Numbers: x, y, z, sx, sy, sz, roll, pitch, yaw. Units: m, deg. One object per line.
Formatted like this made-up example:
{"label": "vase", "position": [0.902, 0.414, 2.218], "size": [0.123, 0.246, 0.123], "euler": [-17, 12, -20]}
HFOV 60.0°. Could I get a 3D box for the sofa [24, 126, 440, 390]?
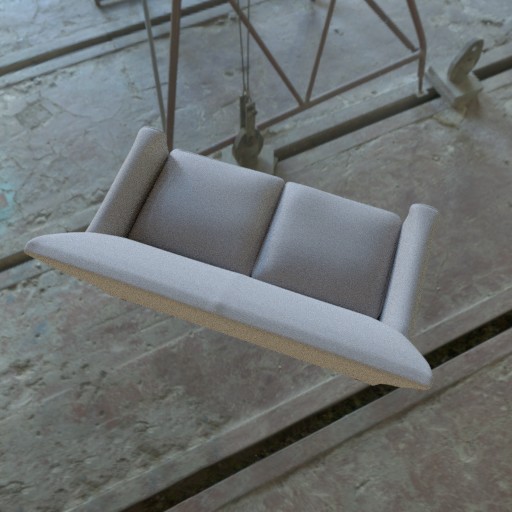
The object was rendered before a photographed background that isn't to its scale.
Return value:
{"label": "sofa", "position": [0.000, 0.000, 2.062], "size": [1.482, 0.890, 0.888], "euler": [17, 67, 8]}
